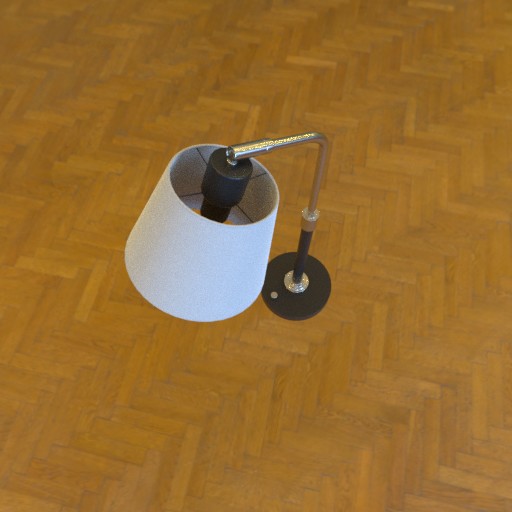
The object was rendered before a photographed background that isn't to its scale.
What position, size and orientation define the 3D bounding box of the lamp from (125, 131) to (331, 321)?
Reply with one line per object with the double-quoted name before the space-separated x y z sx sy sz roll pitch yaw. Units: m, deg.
"lamp" 0.000 0.000 0.676 0.348 0.539 0.181 -31 68 -14
